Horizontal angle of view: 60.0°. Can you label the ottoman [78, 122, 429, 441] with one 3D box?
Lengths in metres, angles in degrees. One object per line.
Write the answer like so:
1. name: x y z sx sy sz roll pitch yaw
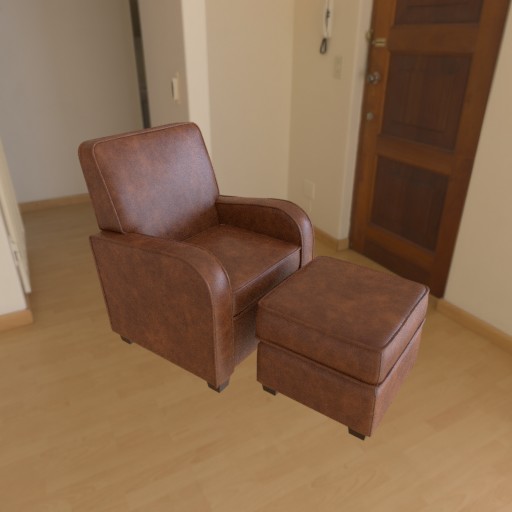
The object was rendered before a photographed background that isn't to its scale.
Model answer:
1. ottoman: 0.000 0.000 1.828 1.314 0.904 0.732 18 31 31
